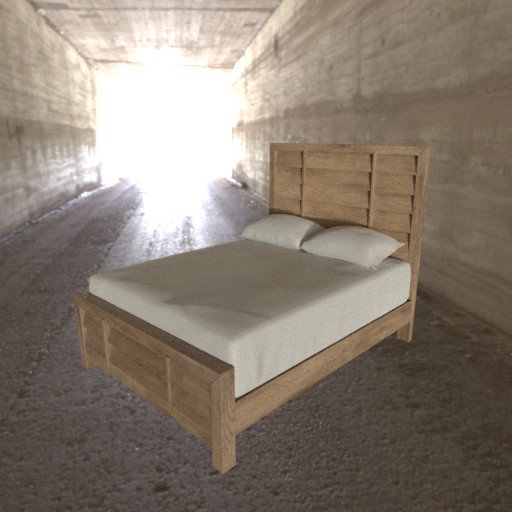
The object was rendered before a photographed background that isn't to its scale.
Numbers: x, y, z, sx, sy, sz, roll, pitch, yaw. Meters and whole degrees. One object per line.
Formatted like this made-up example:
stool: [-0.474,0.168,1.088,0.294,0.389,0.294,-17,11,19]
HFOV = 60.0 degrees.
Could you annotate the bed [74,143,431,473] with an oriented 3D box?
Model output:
bed: [0.000,0.000,3.401,1.626,1.626,2.197,15,21,42]
